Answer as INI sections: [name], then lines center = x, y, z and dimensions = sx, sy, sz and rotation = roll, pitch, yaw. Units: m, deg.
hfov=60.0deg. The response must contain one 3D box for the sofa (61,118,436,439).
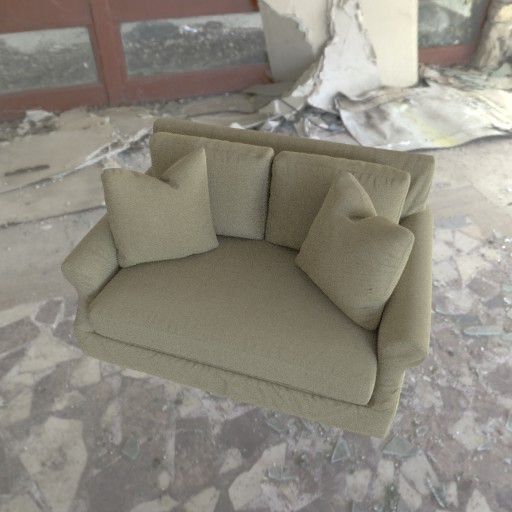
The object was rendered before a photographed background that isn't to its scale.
[sofa]
center = 0.000, 0.000, 2.074
dimensions = 1.550, 0.905, 1.070
rotation = 12, 42, 13
